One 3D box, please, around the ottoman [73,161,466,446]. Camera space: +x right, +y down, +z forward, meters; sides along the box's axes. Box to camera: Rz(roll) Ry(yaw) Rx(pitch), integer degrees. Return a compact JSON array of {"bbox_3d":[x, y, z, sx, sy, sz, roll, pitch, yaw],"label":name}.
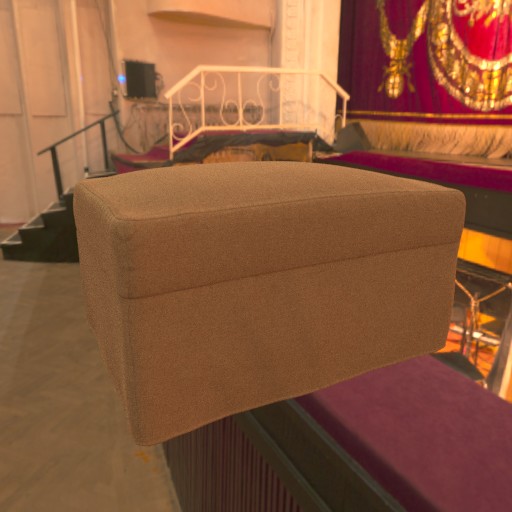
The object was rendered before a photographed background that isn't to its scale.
[{"bbox_3d":[0.000,0.000,1.191,0.833,0.485,0.650,-9,19,-27],"label":"ottoman"}]
